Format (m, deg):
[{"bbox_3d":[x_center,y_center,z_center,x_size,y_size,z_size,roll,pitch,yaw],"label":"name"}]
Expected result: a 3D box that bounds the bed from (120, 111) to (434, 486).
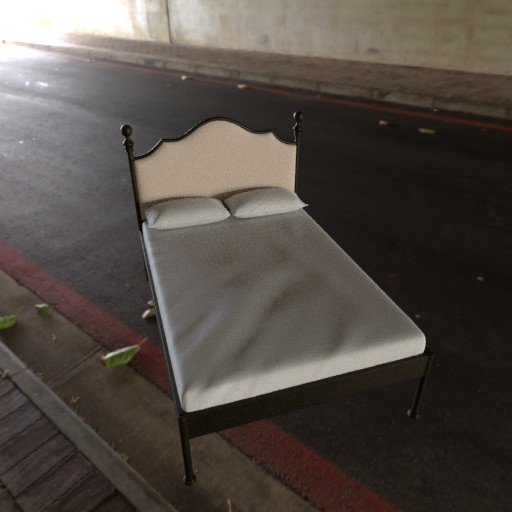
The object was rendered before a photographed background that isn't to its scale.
[{"bbox_3d":[0.000,0.000,3.136,1.533,1.462,2.170,-9,32,-15],"label":"bed"}]
